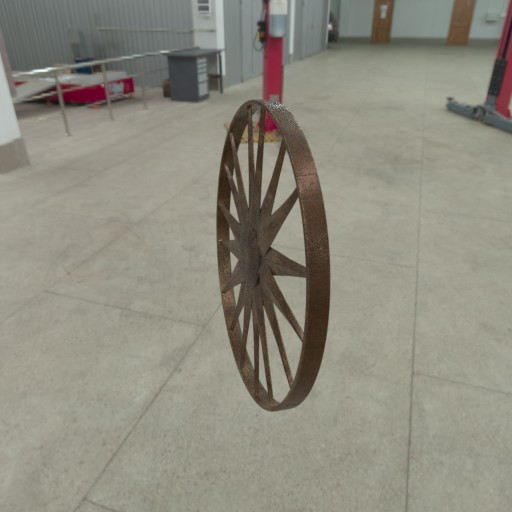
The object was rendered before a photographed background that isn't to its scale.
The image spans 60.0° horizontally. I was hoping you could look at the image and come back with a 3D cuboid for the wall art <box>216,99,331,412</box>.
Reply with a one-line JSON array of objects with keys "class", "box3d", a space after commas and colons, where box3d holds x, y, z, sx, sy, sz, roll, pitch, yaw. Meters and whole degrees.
[{"class": "wall art", "box3d": [0.000, 0.000, 0.874, 0.084, 0.583, 0.582, -8, 30, -14]}]
